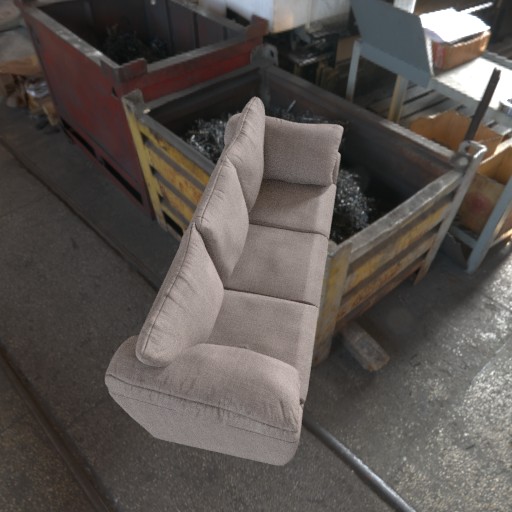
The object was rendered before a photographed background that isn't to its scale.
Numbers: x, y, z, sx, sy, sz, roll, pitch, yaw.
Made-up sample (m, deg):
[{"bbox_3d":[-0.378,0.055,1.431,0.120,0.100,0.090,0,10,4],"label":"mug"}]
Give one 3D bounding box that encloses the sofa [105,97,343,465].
[{"bbox_3d":[0.000,0.000,2.770,0.878,0.996,2.334,9,48,8],"label":"sofa"}]
